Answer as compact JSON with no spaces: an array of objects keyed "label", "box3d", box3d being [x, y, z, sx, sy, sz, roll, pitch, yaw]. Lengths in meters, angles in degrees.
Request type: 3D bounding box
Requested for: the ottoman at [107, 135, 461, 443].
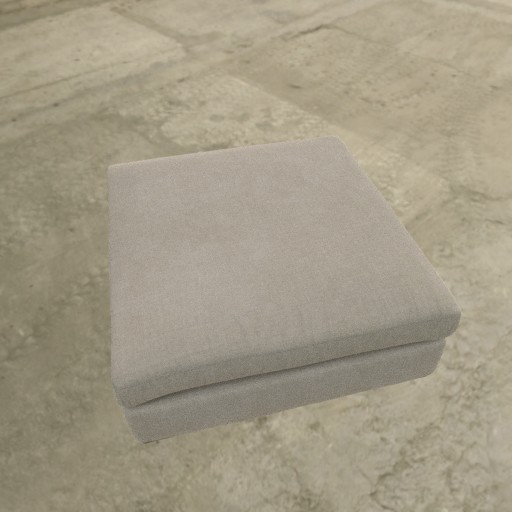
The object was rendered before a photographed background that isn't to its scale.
[{"label":"ottoman","box3d":[0.000,0.000,1.857,1.171,0.517,1.203,-10,47,-10]}]
